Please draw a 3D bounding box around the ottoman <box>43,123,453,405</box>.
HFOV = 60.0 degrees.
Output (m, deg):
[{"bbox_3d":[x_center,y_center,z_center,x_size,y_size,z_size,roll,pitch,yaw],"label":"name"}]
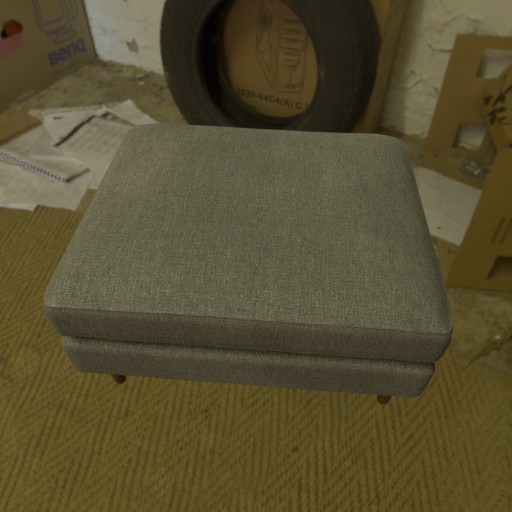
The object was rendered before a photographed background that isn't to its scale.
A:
[{"bbox_3d":[0.000,0.000,1.206,0.821,0.474,0.693,3,47,3],"label":"ottoman"}]
